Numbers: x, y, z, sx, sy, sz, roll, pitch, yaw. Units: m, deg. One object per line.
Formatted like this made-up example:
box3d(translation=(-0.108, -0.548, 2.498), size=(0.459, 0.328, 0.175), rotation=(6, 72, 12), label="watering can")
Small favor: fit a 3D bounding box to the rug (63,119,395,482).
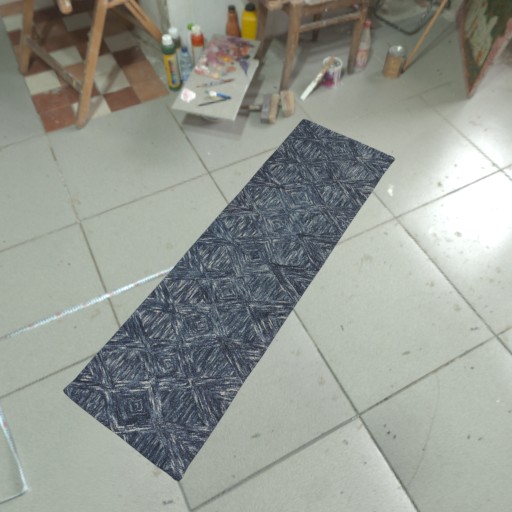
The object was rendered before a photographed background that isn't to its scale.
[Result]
box3d(translation=(0.000, 0.000, 2.529), size=(0.719, 0.013, 2.306), rotation=(29, 62, 17), label="rug")
